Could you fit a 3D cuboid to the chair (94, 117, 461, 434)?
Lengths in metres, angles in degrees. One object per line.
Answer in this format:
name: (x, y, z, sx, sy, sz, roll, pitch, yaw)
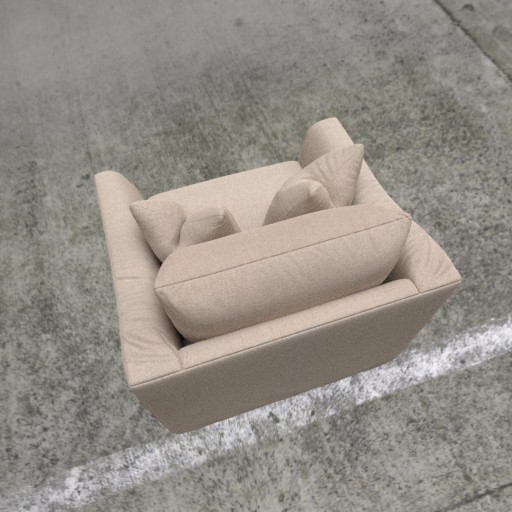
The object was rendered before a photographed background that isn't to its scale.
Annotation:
chair: (0.000, 0.000, 1.980, 1.194, 1.093, 1.071, -16, 60, -9)
